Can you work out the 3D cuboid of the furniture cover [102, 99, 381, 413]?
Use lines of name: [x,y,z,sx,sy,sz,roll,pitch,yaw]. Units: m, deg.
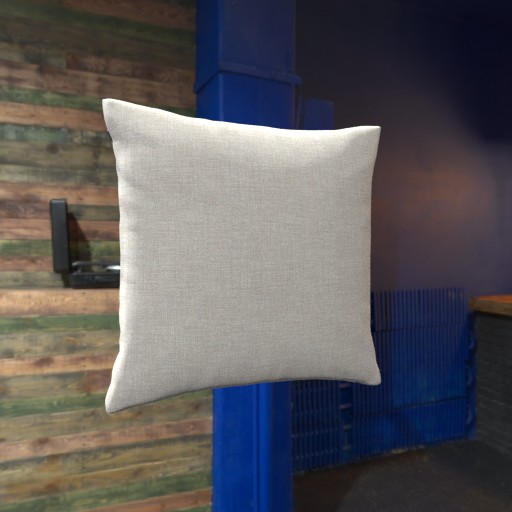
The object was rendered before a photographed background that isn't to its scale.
furniture cover: [0.000,0.000,0.790,0.517,0.508,0.158,0,0,-19]
